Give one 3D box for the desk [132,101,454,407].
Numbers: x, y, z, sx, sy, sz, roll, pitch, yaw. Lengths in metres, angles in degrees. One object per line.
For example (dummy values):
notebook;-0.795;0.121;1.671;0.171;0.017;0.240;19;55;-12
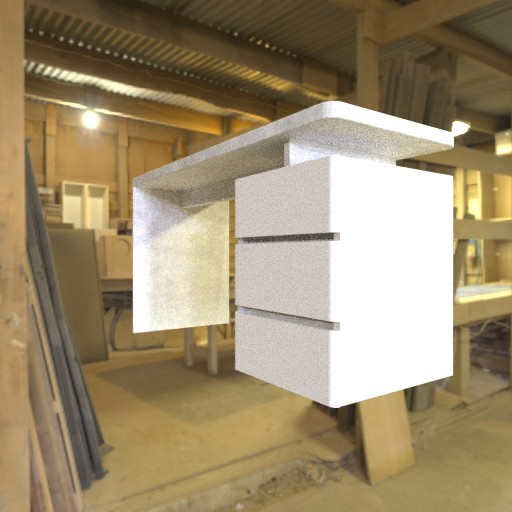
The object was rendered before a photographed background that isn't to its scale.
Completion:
desk;0.000;0.000;1.783;0.550;0.755;1.400;0;0;-35
